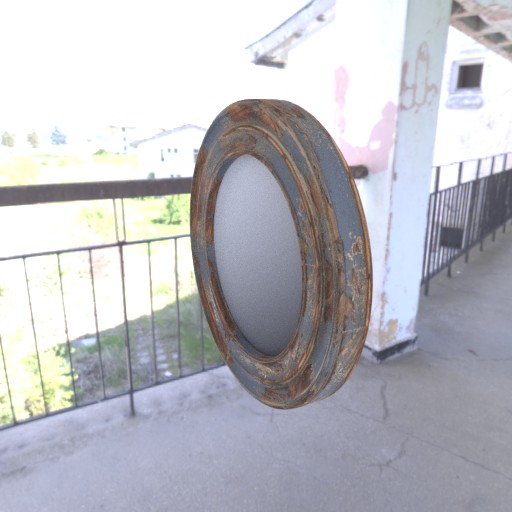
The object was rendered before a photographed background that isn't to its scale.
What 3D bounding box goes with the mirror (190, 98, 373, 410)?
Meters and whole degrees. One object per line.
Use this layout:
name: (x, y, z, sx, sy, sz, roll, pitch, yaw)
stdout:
mirror: (0.000, 0.000, 0.873, 0.061, 0.585, 0.585, -9, 18, -28)
